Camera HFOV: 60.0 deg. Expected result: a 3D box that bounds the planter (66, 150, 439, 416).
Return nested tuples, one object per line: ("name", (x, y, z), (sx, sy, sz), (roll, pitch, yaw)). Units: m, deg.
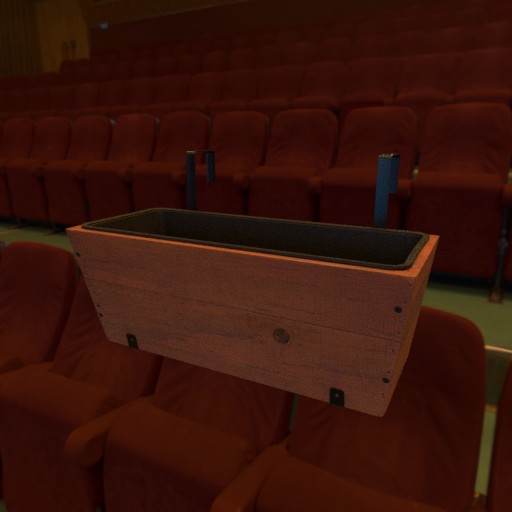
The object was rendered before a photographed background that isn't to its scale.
("planter", (0.000, 0.000, 0.650), (0.480, 0.289, 0.262), (8, 17, 27))
